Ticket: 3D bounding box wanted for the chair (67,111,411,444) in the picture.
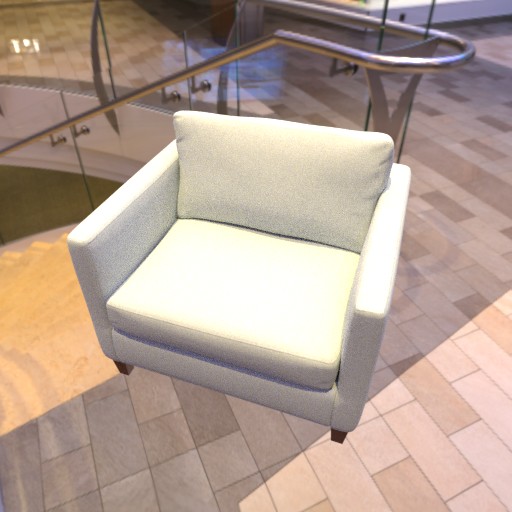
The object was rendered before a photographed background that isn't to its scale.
[{"bbox_3d":[0.000,0.000,1.855,1.107,0.961,0.953,13,41,15],"label":"chair"}]
